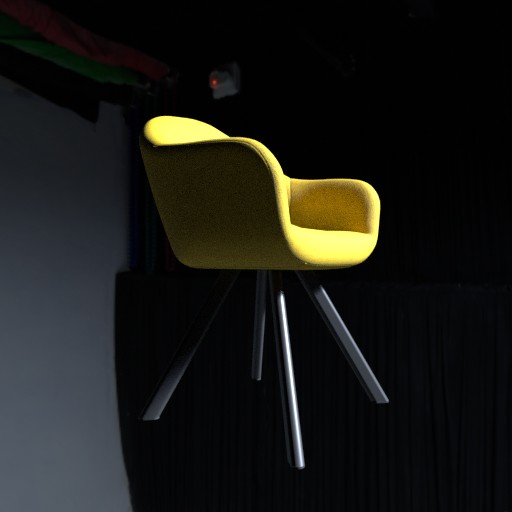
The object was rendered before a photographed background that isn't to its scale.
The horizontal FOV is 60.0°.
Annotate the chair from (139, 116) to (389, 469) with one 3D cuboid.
[{"bbox_3d":[0.000,0.000,1.178,0.550,0.795,0.590,0,-1,35],"label":"chair"}]
